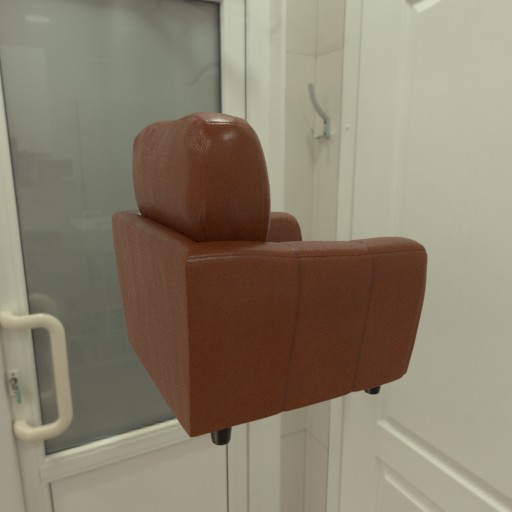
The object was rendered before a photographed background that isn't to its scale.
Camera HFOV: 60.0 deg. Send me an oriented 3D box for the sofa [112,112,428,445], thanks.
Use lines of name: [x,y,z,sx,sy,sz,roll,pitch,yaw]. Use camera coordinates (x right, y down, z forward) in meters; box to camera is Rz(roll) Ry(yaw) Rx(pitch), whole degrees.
sofa: [0.000,0.000,1.488,0.789,0.876,0.836,-7,14,-27]
